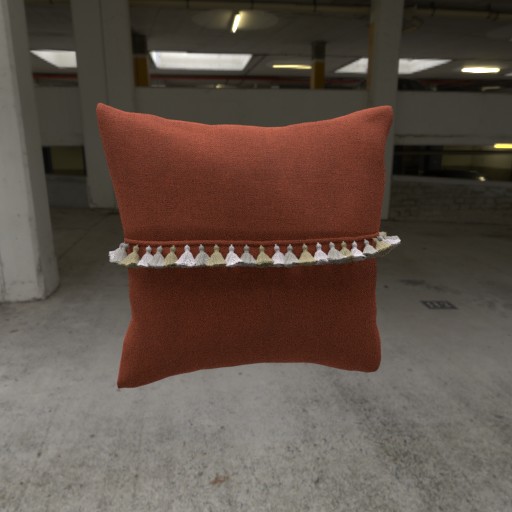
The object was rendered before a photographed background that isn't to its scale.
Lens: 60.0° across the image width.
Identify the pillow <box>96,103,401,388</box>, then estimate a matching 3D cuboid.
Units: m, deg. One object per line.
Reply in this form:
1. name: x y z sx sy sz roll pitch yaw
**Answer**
1. pillow: 0.000 0.000 0.739 0.490 0.482 0.165 -2 15 -7
